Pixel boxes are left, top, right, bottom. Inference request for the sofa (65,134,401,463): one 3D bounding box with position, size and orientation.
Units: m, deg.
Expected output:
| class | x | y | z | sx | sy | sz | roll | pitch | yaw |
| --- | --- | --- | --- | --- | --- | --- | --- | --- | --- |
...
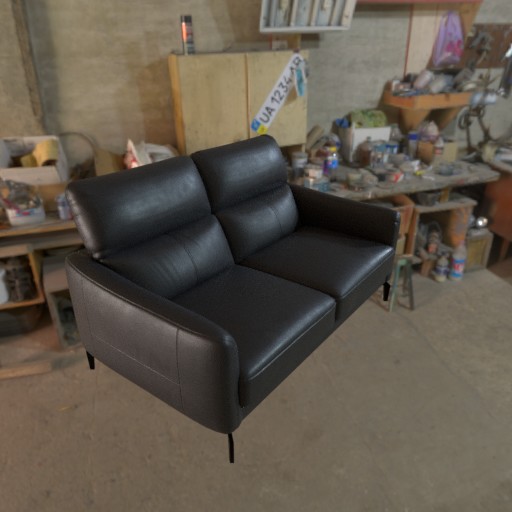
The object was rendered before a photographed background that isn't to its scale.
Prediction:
| class | x | y | z | sx | sy | sz | roll | pitch | yaw |
| --- | --- | --- | --- | --- | --- | --- | --- | --- | --- |
| sofa | 0.000 | 0.000 | 2.225 | 0.958 | 0.920 | 1.596 | 18 | 31 | 33 |
